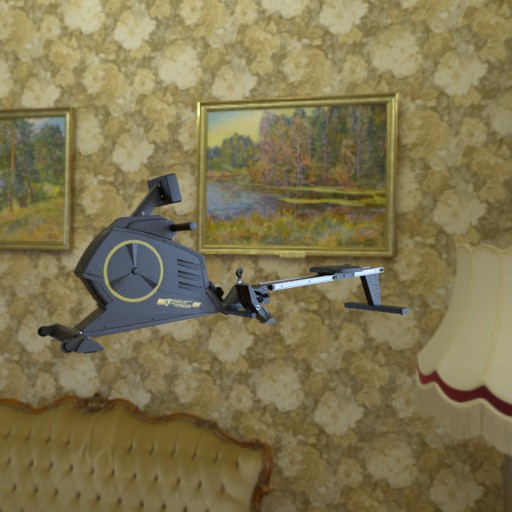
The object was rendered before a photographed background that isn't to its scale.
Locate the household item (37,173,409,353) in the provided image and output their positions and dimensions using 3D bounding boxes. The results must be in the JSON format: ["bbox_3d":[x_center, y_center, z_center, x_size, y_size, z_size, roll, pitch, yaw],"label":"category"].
[{"bbox_3d":[0.000,0.000,2.598,2.251,0.810,0.521,0,0,-37],"label":"household item"}]
